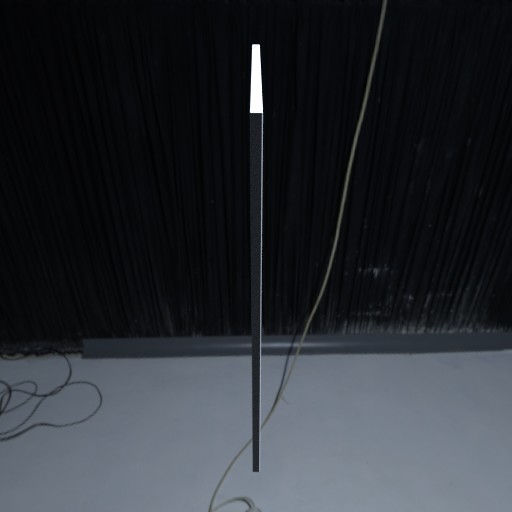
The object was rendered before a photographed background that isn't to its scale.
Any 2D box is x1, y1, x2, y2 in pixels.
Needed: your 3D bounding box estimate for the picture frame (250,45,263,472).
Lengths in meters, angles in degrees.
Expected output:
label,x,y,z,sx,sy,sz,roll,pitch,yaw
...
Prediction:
label,x,y,z,sx,sy,sz,roll,pitch,yaw
picture frame,0.000,0.000,0.831,0.013,0.657,0.457,0,33,0
